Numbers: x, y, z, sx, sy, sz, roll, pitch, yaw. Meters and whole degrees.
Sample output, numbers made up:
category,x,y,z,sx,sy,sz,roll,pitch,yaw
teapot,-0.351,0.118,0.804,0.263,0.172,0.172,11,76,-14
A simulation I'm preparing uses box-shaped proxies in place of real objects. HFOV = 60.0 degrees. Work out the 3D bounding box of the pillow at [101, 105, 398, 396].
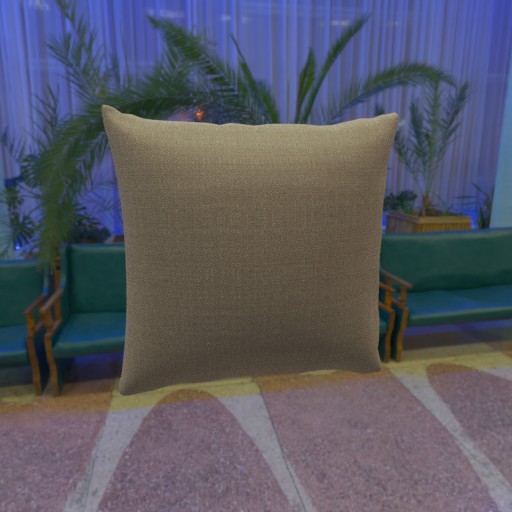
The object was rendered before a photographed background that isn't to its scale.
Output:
category,x,y,z,sx,sy,sz,roll,pitch,yaw
pillow,0.000,0.000,0.812,0.521,0.519,0.215,-2,14,-9
